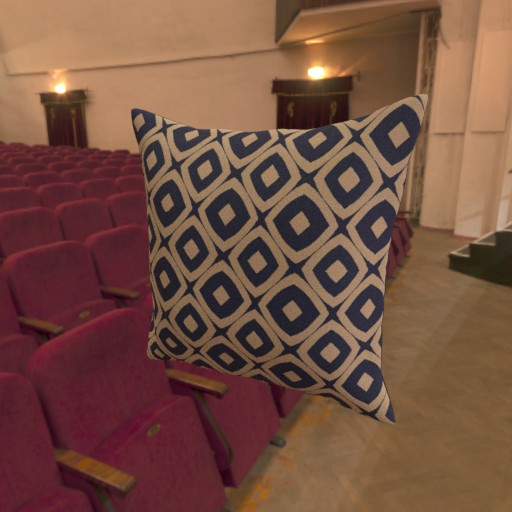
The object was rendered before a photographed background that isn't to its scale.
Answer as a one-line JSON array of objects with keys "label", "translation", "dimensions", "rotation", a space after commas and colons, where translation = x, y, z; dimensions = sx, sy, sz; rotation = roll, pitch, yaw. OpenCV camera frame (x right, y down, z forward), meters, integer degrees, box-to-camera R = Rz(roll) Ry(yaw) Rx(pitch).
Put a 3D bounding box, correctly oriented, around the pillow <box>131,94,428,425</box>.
[{"label": "pillow", "translation": [0.000, 0.000, 0.749], "dimensions": [0.504, 0.494, 0.188], "rotation": [7, 16, 26]}]
